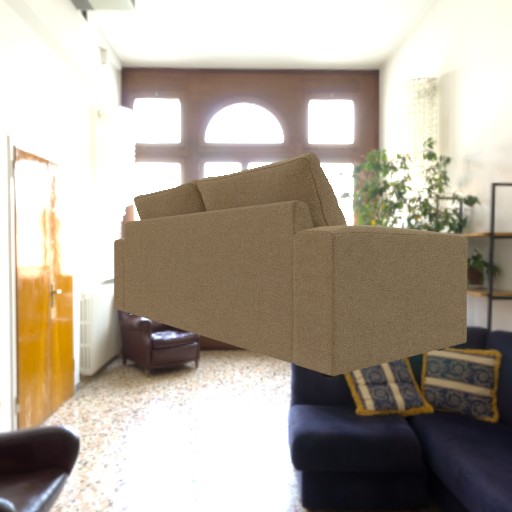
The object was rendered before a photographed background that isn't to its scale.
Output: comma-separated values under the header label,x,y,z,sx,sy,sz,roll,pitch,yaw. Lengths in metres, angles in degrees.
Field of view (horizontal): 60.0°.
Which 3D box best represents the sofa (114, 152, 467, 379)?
label,x,y,z,sx,sy,sz,roll,pitch,yaw
sofa,0.000,0.000,2.842,1.040,0.922,2.299,-1,1,-37
